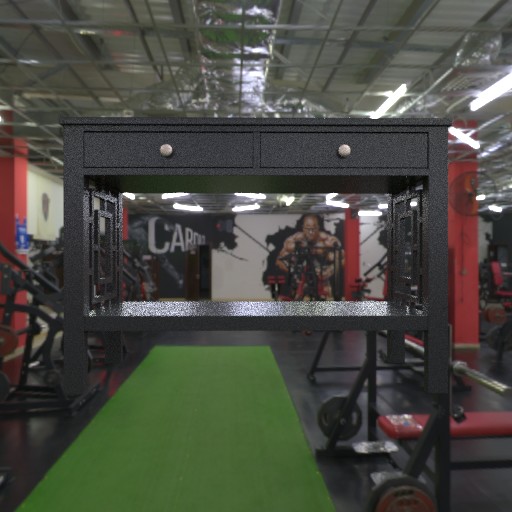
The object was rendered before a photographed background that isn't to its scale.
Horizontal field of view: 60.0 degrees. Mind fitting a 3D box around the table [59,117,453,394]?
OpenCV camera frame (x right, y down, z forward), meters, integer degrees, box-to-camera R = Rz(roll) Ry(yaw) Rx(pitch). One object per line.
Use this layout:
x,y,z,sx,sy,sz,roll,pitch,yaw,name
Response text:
0.000,0.000,1.389,1.068,0.753,0.397,0,0,-1,table
